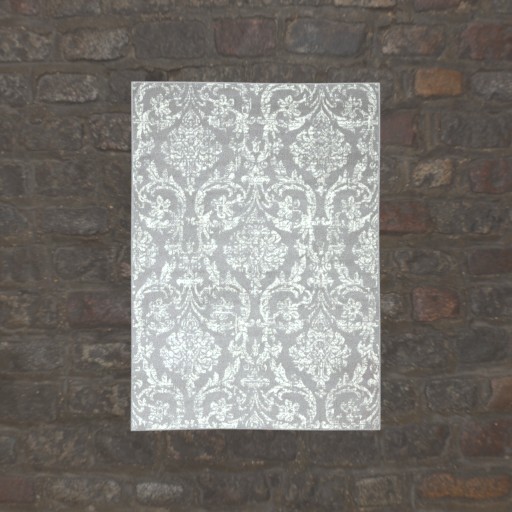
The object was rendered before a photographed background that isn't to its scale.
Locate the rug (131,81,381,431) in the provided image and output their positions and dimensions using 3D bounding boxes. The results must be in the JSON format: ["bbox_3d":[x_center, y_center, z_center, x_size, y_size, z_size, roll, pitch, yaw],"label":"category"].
[{"bbox_3d":[0.000,0.000,2.806,1.578,0.014,2.206,0,90,-1],"label":"rug"}]
